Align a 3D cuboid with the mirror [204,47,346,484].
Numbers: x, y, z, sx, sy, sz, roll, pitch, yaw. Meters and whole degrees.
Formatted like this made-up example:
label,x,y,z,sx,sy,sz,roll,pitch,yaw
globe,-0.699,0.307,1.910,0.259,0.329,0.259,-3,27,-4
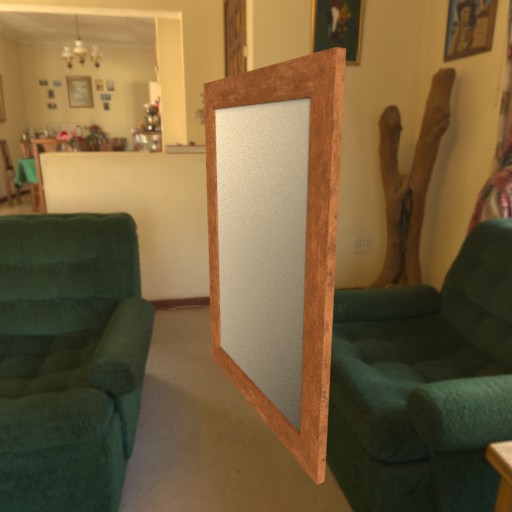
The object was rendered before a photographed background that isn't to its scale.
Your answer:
label,x,y,z,sx,sy,sz,roll,pitch,yaw
mirror,0.000,0.000,1.411,0.028,1.099,0.796,-8,17,-25
